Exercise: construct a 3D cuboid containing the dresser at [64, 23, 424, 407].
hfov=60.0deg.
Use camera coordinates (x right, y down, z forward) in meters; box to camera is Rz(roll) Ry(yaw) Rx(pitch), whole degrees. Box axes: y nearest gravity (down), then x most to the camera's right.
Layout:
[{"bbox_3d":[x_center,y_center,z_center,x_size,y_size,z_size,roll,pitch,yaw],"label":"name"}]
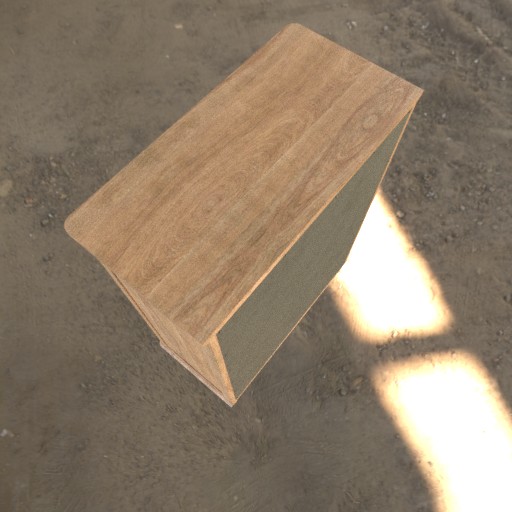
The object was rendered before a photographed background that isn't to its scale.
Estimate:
[{"bbox_3d":[0.000,0.000,1.799,0.484,1.318,0.973,36,70,16],"label":"dresser"}]
